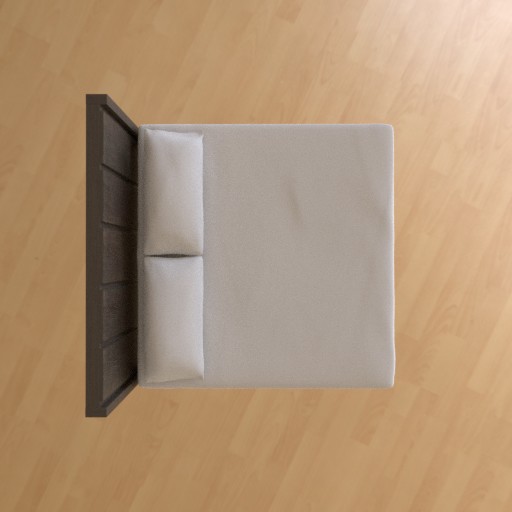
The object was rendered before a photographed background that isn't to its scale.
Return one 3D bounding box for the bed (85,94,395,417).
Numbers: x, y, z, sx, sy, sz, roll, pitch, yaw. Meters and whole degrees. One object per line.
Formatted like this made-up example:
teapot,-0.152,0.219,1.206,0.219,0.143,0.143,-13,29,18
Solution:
bed,0.000,0.000,3.541,2.238,1.261,2.143,0,90,0
